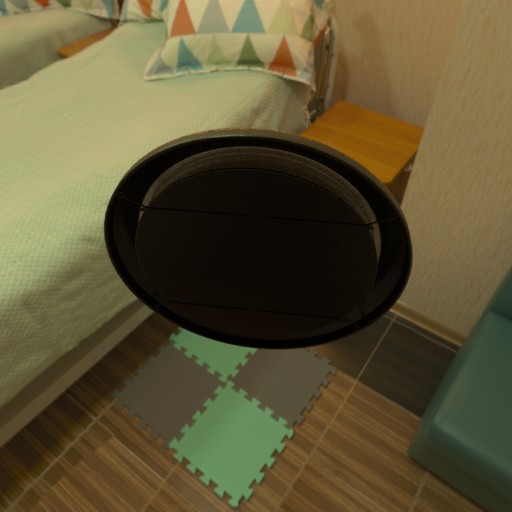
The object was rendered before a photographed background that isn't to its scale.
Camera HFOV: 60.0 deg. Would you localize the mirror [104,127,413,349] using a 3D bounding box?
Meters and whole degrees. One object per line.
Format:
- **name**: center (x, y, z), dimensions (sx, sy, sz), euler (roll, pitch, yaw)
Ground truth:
- **mirror**: center (0.000, 0.000, 1.369), dimensions (0.907, 0.907, 0.111), euler (5, 47, 5)
